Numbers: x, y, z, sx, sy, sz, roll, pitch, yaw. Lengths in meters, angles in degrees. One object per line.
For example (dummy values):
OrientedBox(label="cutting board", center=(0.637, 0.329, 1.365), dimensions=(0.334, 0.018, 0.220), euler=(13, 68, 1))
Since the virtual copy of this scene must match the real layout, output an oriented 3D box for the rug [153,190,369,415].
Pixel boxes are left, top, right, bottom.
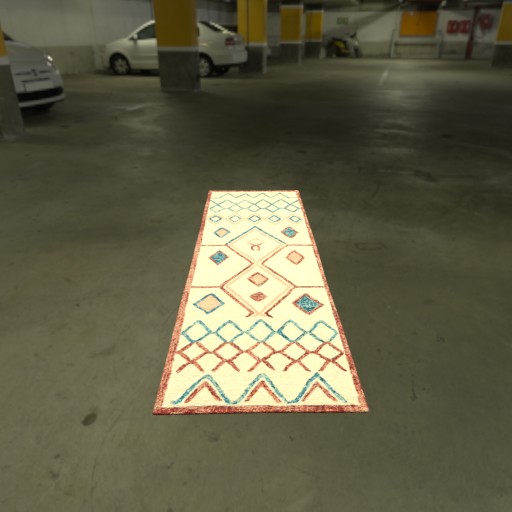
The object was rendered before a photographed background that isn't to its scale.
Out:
OrientedBox(label="rug", center=(0.000, 0.000, 2.617), dimensions=(0.750, 0.011, 2.435), euler=(0, 26, -1))
